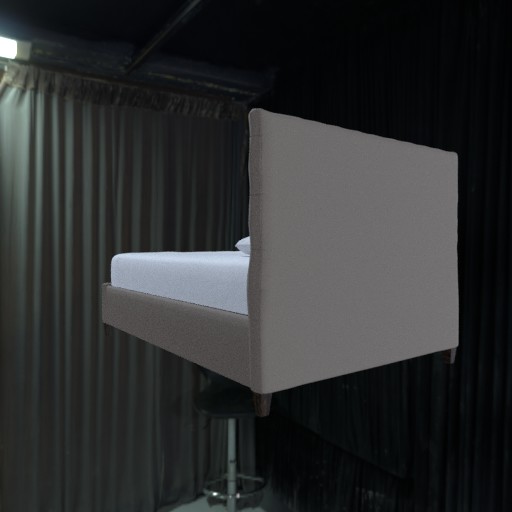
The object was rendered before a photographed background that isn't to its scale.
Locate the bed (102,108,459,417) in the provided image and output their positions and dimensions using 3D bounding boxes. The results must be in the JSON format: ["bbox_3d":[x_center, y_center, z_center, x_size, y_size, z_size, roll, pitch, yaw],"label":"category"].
[{"bbox_3d":[0.000,0.000,3.457,1.698,1.427,2.387,-1,2,-36],"label":"bed"}]
